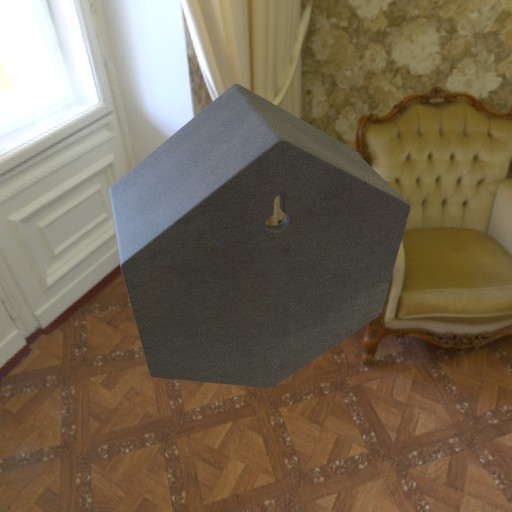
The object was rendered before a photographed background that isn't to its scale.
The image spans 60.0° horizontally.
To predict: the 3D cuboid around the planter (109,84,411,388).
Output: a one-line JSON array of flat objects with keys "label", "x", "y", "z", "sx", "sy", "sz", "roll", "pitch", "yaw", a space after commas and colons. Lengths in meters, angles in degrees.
[{"label": "planter", "x": 0.000, "y": 0.000, "z": 0.301, "sx": 0.169, "sy": 0.206, "sz": 0.077, "roll": -12, "pitch": 42, "yaw": -14}]
